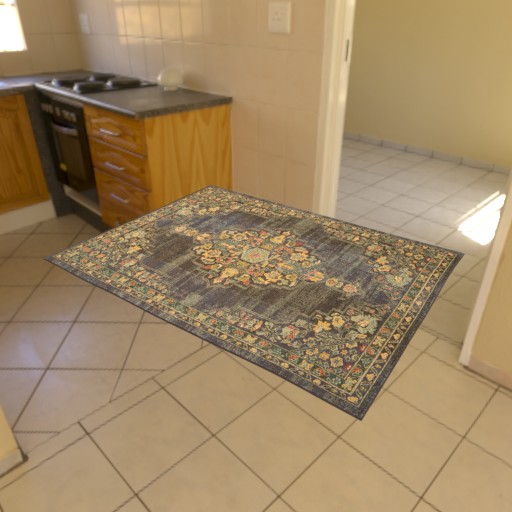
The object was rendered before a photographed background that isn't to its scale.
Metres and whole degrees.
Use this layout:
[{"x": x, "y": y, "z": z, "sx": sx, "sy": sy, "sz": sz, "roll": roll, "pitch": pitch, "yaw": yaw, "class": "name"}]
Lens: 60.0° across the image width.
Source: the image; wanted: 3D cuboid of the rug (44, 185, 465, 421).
[{"x": 0.000, "y": 0.000, "z": 4.739, "sx": 3.612, "sy": 0.035, "sz": 2.716, "roll": 19, "pitch": 35, "yaw": 30, "class": "rug"}]
